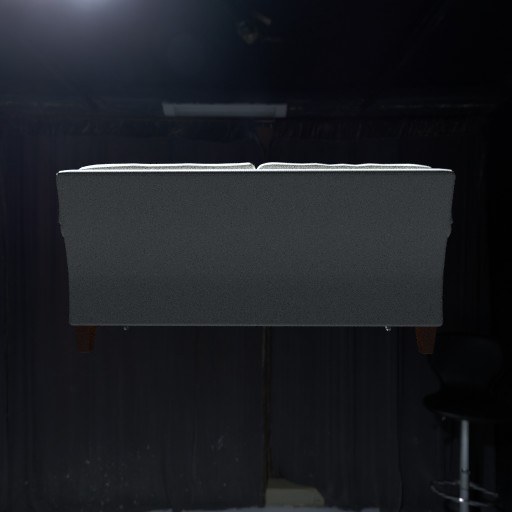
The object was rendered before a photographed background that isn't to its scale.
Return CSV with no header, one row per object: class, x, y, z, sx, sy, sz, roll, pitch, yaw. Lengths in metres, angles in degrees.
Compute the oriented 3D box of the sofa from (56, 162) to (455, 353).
sofa,0.000,0.000,2.841,2.159,1.087,1.086,0,0,1
